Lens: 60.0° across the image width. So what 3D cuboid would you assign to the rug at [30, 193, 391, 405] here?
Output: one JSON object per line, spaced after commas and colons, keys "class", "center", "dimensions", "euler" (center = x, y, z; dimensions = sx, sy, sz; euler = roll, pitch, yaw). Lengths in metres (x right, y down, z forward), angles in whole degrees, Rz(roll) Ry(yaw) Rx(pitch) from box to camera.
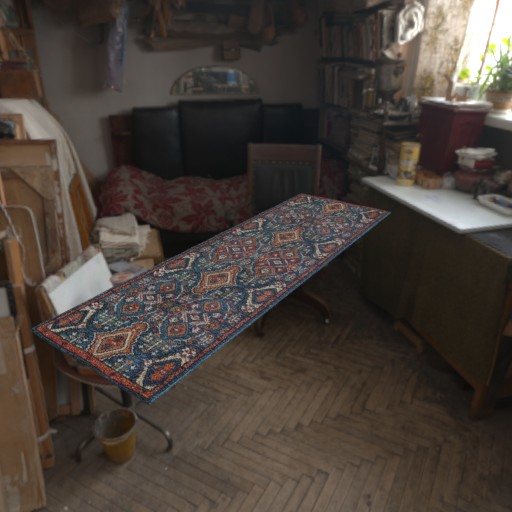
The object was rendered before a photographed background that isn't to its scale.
{"class": "rug", "center": [0.000, 0.000, 2.710], "dimensions": [0.801, 0.010, 2.459], "euler": [17, 31, 32]}
